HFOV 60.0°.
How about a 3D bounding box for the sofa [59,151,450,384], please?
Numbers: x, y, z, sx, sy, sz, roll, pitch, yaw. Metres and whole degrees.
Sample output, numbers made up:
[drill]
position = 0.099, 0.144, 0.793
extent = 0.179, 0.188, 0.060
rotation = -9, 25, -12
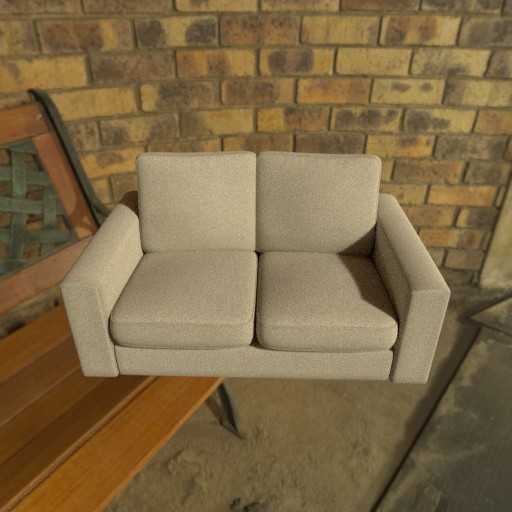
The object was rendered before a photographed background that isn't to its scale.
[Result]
[sofa]
position = 0.000, 0.000, 2.264
extent = 1.616, 0.873, 1.016
rotation = 1, 31, 1
